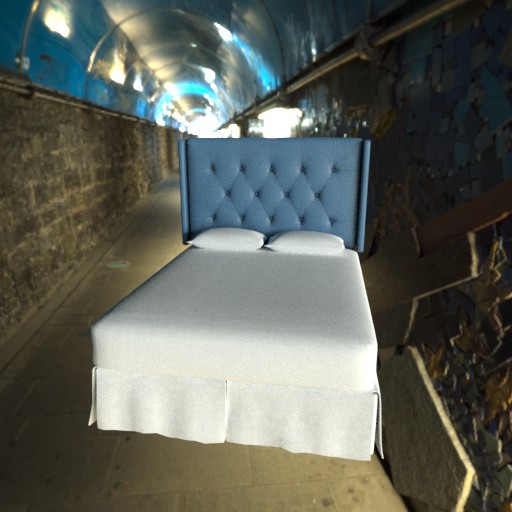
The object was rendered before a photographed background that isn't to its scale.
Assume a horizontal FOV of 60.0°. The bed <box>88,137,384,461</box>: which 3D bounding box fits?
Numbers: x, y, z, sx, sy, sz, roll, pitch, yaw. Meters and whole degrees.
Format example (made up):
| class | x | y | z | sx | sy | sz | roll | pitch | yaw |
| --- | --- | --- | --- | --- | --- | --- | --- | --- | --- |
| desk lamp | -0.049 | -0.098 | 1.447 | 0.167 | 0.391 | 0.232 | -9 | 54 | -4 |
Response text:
| class | x | y | z | sx | sy | sz | roll | pitch | yaw |
| --- | --- | --- | --- | --- | --- | --- | --- | --- | --- |
| bed | 0.000 | 0.000 | 3.242 | 1.719 | 1.665 | 2.078 | 2 | 16 | 9 |
